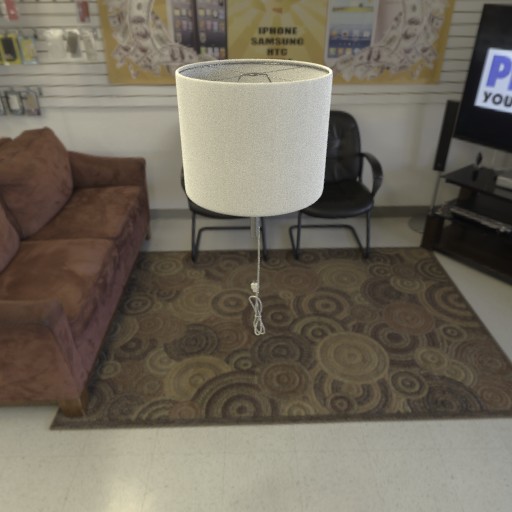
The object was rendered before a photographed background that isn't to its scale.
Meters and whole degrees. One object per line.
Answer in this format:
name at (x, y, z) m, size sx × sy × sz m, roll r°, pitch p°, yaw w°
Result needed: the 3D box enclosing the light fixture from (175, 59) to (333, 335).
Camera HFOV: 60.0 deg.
light fixture at (0.000, 0.000, 1.032) m, size 0.253 × 0.842 × 0.479 m, roll 1°, pitch 31°, yaw 1°
